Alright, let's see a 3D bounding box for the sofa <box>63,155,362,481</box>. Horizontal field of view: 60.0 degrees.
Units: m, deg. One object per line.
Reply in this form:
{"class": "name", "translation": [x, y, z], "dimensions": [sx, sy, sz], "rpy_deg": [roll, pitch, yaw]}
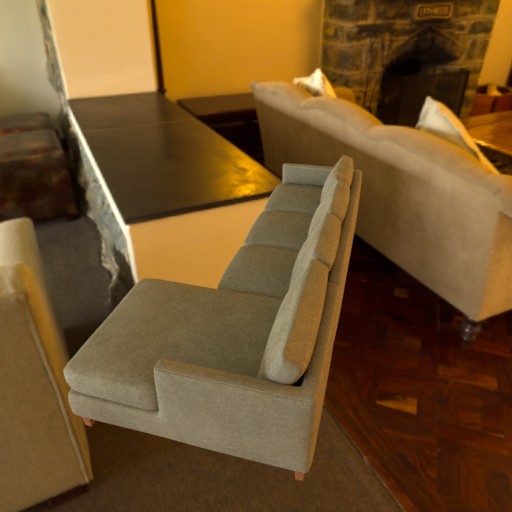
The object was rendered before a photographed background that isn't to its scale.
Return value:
{"class": "sofa", "translation": [0.000, 0.000, 3.957], "dimensions": [1.604, 0.950, 3.471], "rpy_deg": [8, 33, 13]}
